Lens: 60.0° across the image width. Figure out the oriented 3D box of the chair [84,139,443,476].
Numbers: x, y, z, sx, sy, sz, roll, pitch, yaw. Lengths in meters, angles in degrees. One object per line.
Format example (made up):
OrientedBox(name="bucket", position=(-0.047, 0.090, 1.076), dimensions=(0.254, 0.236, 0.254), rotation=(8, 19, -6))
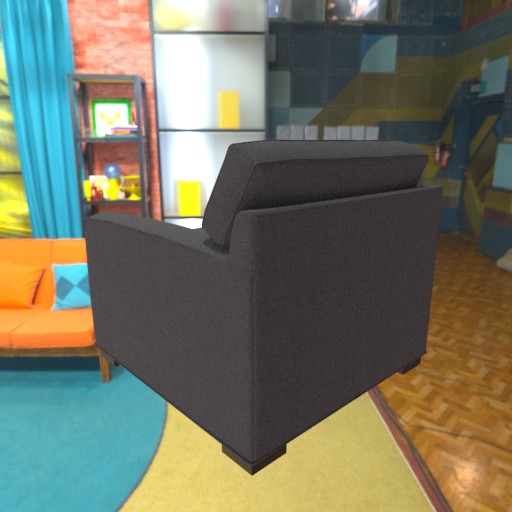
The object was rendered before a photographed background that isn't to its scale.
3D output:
OrientedBox(name="chair", position=(0.000, 0.000, 1.797), dimensions=(0.997, 0.913, 1.043), rotation=(-13, 19, -41))
